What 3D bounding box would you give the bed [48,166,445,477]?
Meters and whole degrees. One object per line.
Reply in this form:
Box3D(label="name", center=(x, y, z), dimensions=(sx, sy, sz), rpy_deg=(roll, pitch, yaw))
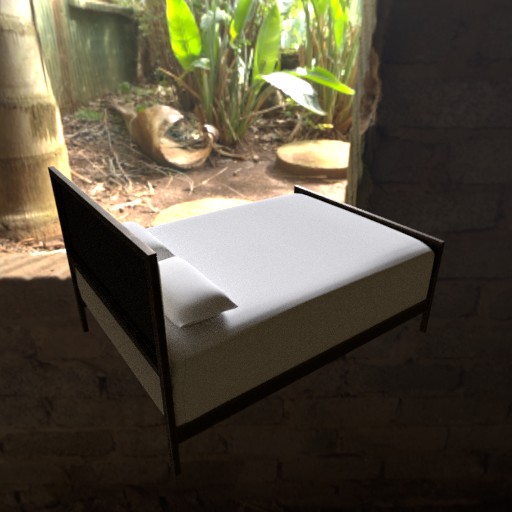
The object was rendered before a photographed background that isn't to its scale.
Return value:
Box3D(label="bed", center=(0.000, 0.000, 3.210), dimensions=(2.221, 1.313, 1.607), rpy_deg=(-18, 32, -32))
